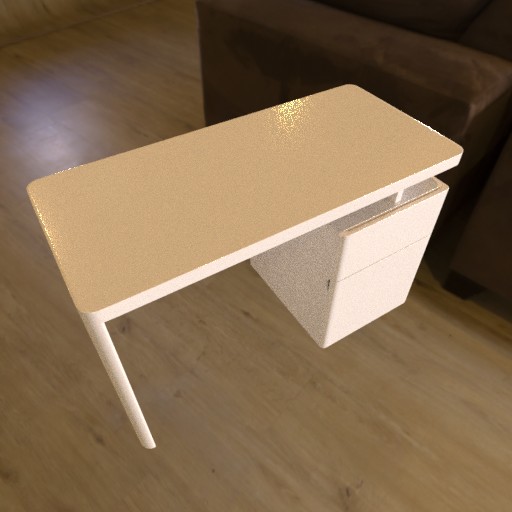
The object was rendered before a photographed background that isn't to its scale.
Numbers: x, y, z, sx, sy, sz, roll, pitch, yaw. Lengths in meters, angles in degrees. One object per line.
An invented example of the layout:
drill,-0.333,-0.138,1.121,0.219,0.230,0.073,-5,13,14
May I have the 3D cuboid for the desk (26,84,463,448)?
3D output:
desk,0.000,0.000,1.577,1.200,0.760,0.550,-24,51,-22
